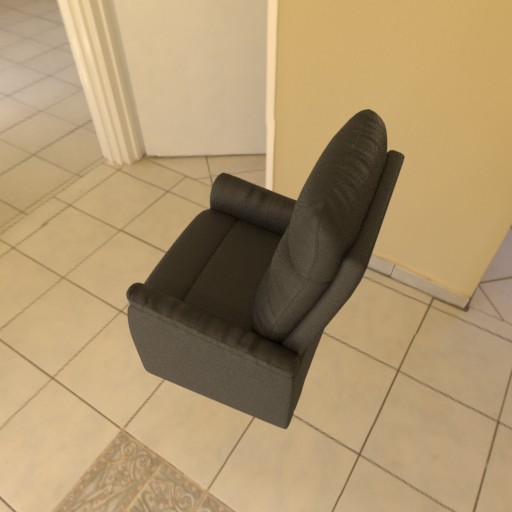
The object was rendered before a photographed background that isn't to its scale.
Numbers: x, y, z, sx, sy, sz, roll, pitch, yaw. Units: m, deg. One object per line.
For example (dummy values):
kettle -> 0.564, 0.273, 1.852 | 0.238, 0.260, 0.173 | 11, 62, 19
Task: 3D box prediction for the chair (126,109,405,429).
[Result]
chair -> 0.000, 0.000, 1.678 | 0.831, 1.082, 0.775 | 17, 50, 15
